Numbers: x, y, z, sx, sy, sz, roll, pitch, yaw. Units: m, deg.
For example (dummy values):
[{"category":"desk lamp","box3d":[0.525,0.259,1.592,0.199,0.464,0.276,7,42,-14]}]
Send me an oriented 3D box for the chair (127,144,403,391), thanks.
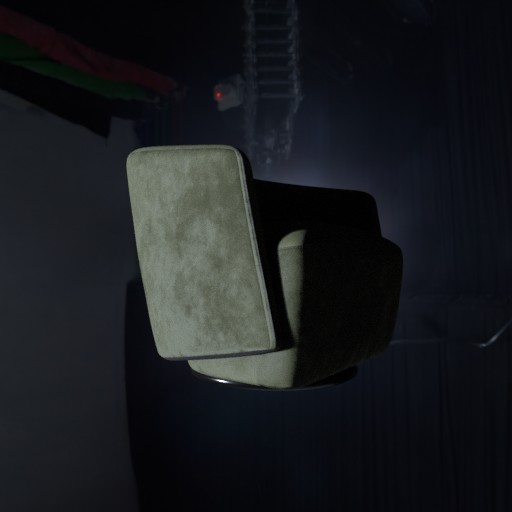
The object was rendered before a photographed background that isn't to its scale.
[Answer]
[{"category":"chair","box3d":[0.000,0.000,1.410,0.767,0.698,0.773,-1,-2,37]}]
